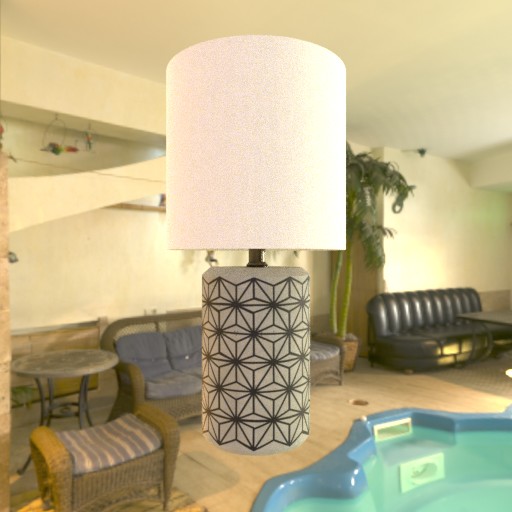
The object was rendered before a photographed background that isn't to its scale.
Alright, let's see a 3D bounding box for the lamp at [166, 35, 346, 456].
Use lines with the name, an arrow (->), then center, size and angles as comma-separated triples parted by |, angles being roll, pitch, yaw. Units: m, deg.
lamp -> 0.000, 0.000, 0.520 | 0.206, 0.416, 0.206 | 0, 0, -35
